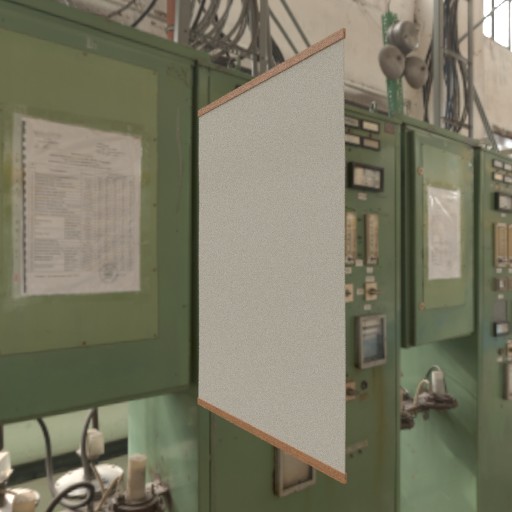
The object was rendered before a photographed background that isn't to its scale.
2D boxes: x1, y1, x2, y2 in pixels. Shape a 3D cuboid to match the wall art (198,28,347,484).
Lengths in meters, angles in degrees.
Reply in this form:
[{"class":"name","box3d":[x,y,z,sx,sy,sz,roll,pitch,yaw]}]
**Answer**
[{"class":"wall art","box3d":[0.000,0.000,1.895,0.019,1.527,1.019,0,-1,-36]}]
